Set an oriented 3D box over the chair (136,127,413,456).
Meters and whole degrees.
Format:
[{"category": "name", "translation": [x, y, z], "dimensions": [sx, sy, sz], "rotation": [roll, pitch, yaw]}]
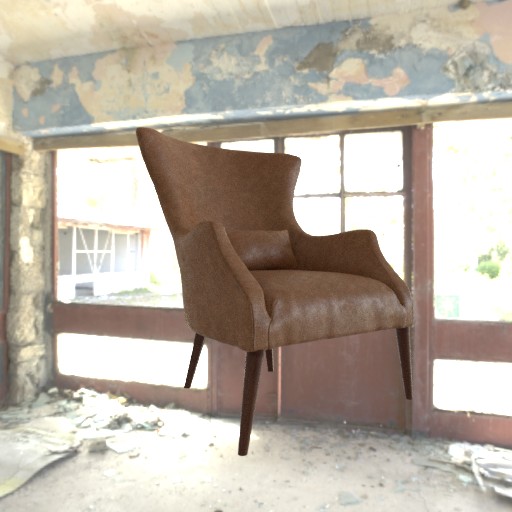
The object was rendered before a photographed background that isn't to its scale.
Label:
[{"category": "chair", "translation": [0.000, 0.000, 1.777], "dimensions": [0.846, 1.067, 0.955], "rotation": [0, 0, -37]}]
